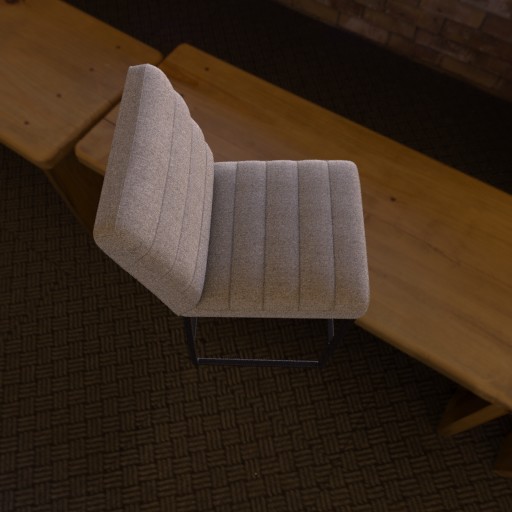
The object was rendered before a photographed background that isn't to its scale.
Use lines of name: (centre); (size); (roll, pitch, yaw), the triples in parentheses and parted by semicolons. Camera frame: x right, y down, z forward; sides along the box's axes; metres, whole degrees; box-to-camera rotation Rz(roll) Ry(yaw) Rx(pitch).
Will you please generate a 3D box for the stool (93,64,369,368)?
stool: (0.000, 0.000, 1.328); (0.571, 1.034, 0.459); (1, 64, 1)
